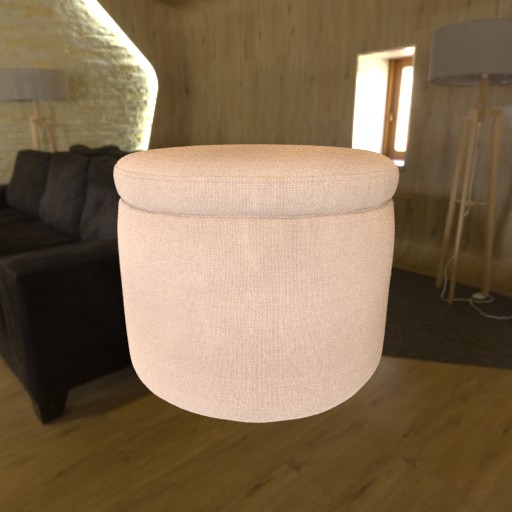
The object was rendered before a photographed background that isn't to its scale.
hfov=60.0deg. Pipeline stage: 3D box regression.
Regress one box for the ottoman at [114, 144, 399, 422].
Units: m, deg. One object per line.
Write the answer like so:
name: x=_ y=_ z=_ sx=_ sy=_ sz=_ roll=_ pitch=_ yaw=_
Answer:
ottoman: x=0.000 y=0.000 z=0.847 sx=0.497 sy=0.409 sz=0.497 roll=0 pitch=16 yaw=0
